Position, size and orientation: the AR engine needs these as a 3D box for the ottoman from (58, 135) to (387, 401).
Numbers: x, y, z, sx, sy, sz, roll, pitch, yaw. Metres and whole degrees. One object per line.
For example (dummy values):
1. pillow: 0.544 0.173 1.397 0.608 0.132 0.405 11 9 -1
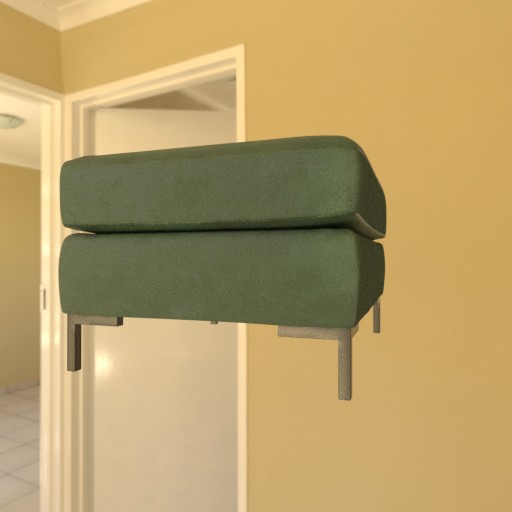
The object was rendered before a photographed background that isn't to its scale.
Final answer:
1. ottoman: 0.000 0.000 1.302 0.701 0.538 0.839 0 0 19
